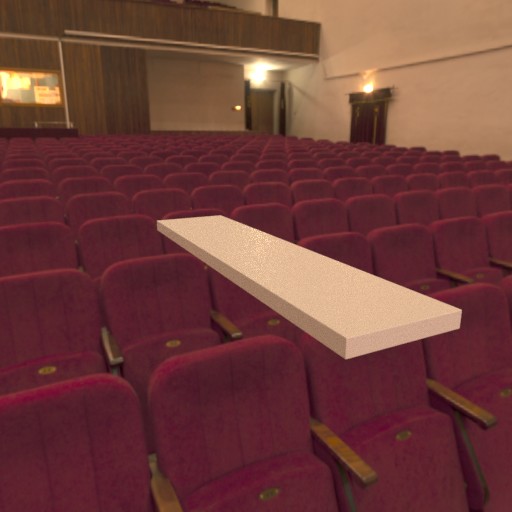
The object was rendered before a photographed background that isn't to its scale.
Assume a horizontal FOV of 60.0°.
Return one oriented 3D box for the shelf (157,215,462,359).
[{"bbox_3d":[0.000,0.000,0.665,0.140,0.020,0.610,-7,17,-26],"label":"shelf"}]
